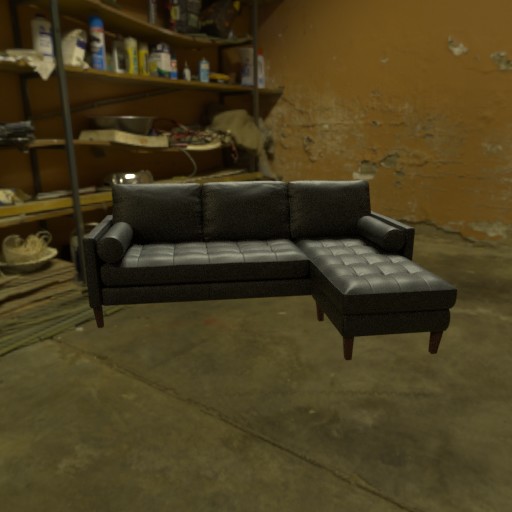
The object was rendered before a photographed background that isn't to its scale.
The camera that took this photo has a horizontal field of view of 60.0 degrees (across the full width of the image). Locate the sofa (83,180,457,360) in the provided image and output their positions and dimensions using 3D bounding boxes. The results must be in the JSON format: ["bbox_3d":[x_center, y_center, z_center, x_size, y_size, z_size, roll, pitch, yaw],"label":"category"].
[{"bbox_3d":[0.000,0.000,2.965,2.178,0.876,1.497,-2,15,-8],"label":"sofa"}]
